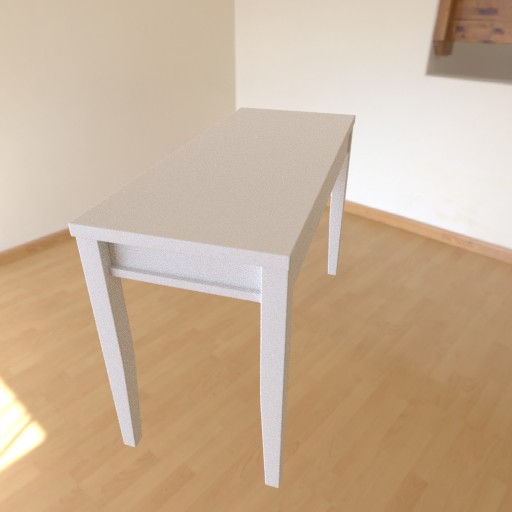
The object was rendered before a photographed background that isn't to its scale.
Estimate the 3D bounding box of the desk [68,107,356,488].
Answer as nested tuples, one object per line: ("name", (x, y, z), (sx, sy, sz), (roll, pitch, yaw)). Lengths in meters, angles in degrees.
("desk", (0.000, 0.000, 1.621), (0.508, 0.775, 1.220), (9, 32, 14))
